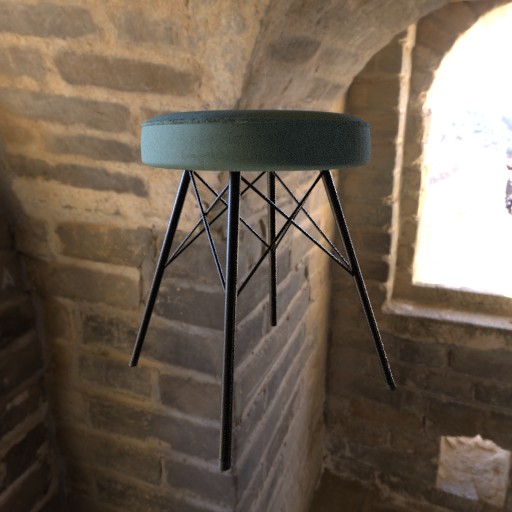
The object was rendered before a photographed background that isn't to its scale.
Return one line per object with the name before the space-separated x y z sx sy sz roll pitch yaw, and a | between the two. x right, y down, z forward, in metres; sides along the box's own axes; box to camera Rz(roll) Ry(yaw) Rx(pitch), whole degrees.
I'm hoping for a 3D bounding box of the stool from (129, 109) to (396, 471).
stool | 0.000 0.000 0.862 0.457 0.519 0.458 -7 16 -26
